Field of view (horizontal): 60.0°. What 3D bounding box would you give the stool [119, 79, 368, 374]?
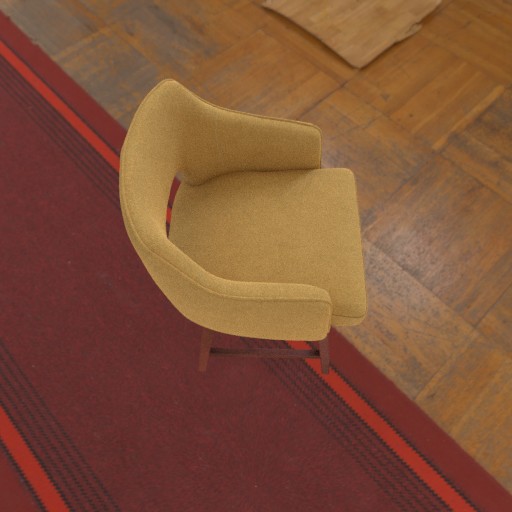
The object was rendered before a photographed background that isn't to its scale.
[{"bbox_3d":[0.000,0.000,1.287,0.558,0.924,0.548,1,63,1],"label":"stool"}]
